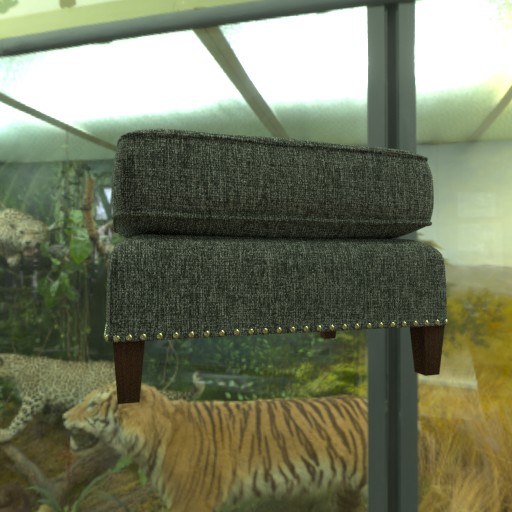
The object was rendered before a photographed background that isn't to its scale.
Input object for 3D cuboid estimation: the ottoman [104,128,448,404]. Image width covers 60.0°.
[{"bbox_3d":[0.000,0.000,1.158,0.738,0.537,0.589,0,-1,-18],"label":"ottoman"}]
